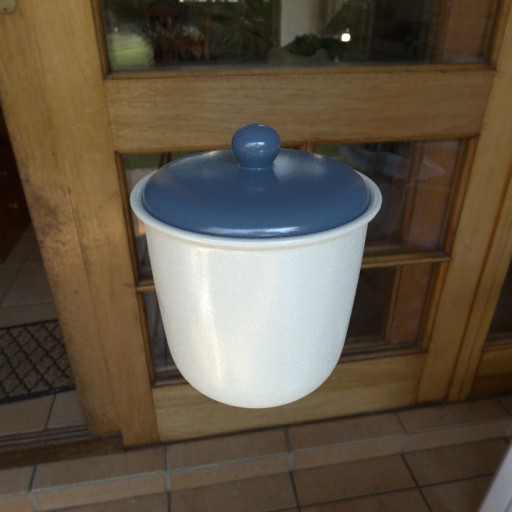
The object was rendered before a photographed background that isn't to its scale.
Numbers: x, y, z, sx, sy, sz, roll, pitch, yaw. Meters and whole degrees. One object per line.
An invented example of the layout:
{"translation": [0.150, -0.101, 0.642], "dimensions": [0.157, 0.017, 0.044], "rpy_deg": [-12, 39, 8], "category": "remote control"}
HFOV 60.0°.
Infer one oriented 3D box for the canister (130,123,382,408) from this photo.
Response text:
{"translation": [0.000, 0.000, 0.357], "dimensions": [0.182, 0.208, 0.182], "rpy_deg": [0, 29, 0], "category": "canister"}
